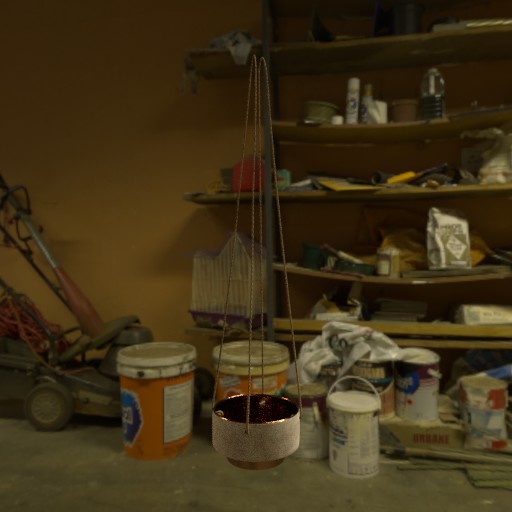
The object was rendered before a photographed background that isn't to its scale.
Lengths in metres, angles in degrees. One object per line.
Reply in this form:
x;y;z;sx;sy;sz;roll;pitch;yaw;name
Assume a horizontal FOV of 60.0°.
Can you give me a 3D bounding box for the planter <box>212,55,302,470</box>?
0.000;0.000;1.140;0.223;1.030;0.223;0;0;-35;planter
